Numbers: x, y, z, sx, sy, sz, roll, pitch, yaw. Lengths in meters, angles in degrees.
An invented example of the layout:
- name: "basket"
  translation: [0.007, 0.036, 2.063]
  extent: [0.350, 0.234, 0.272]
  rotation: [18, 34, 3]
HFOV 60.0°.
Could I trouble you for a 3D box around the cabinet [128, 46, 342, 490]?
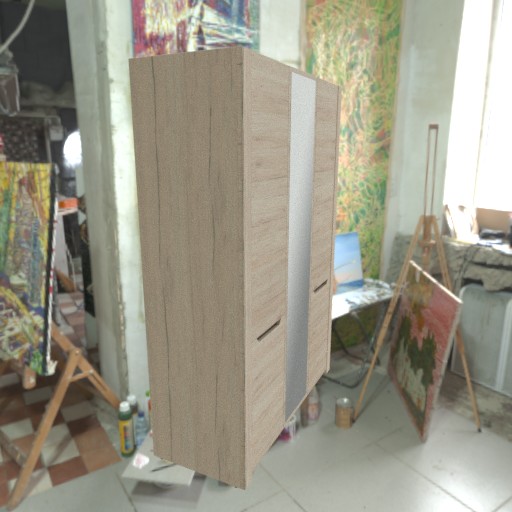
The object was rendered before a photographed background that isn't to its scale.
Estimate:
- name: "cabinet"
  translation: [0.000, 0.000, 2.717]
  extent: [0.580, 2.070, 1.400]
  rotation: [7, 15, 26]
